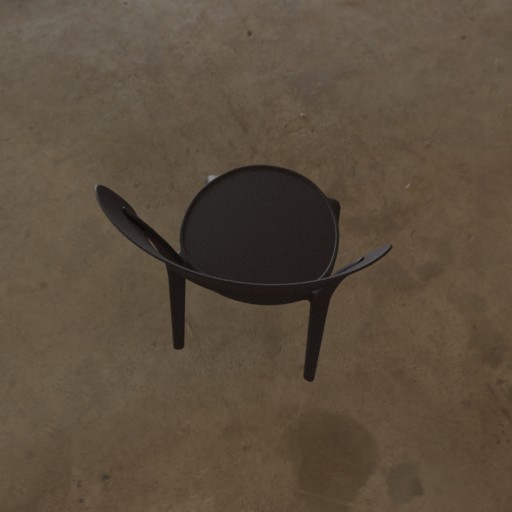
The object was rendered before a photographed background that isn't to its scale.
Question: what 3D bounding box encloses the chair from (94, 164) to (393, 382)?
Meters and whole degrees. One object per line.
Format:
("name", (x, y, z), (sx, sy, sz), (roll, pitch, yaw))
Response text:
("chair", (0.000, 0.000, 1.123), (0.506, 0.790, 0.491), (12, 64, 6))
